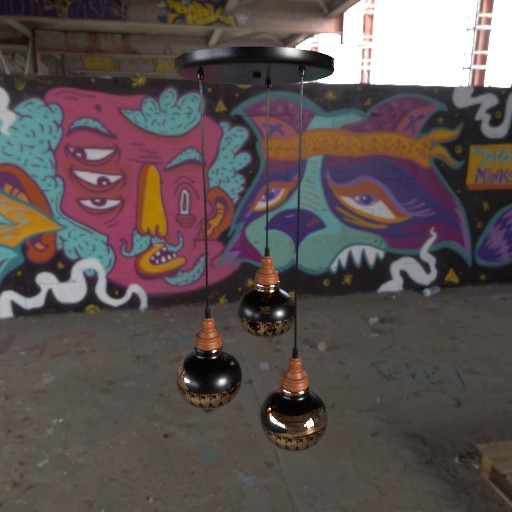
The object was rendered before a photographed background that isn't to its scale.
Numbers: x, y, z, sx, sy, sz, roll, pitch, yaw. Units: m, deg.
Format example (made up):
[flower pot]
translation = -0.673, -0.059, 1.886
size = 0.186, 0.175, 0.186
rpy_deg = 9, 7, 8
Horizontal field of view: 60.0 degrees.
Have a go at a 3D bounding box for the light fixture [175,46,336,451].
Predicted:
[light fixture]
translation = 0.000, 0.000, 1.753
size = 0.608, 1.410, 0.605
rpy_deg = 2, 15, 9
